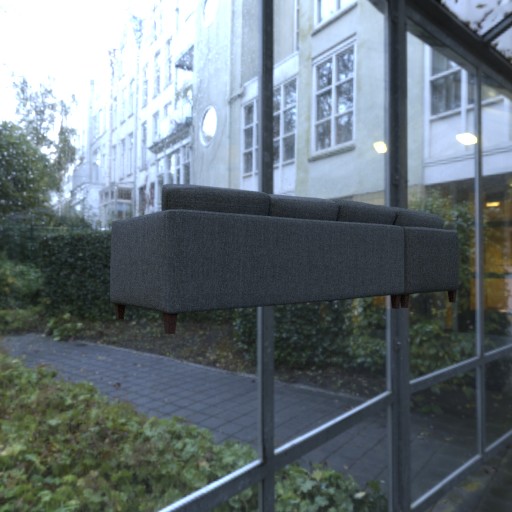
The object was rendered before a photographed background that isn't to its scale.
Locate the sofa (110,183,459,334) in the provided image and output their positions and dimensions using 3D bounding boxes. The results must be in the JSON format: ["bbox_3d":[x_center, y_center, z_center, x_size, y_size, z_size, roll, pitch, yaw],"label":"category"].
[{"bbox_3d":[0.000,0.000,4.527,3.302,0.947,2.593,0,-1,-37],"label":"sofa"}]
